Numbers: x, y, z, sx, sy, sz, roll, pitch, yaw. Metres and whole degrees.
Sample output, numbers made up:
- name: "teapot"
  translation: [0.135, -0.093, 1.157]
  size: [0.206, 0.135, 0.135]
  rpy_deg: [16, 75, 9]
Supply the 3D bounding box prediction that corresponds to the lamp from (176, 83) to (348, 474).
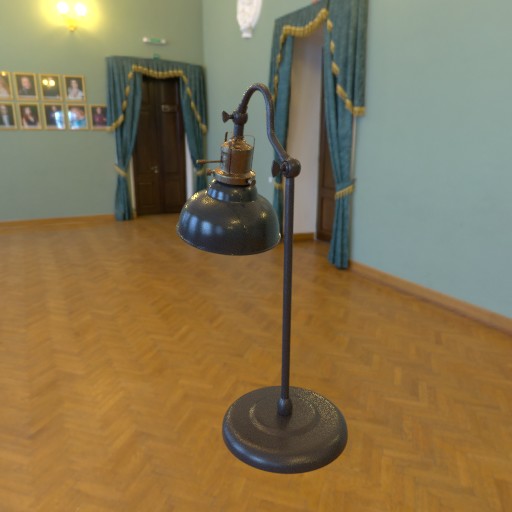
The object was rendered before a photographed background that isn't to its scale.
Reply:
- name: "lamp"
  translation: [0.000, 0.000, 0.695]
  size: [0.192, 0.508, 0.374]
  rpy_deg: [-8, 17, -28]
